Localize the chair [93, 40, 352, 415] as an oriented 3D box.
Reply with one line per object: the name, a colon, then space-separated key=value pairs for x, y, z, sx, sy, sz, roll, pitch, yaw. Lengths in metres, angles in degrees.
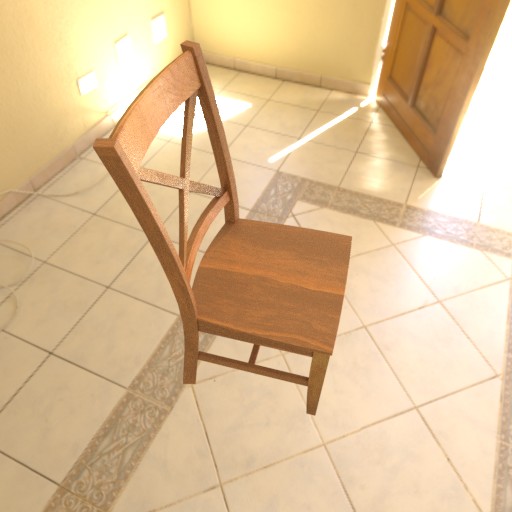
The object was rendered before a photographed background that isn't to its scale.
chair: x=0.000 y=0.000 z=1.295 sx=0.542 sy=0.983 sz=0.485 roll=11 pitch=49 yaw=10
